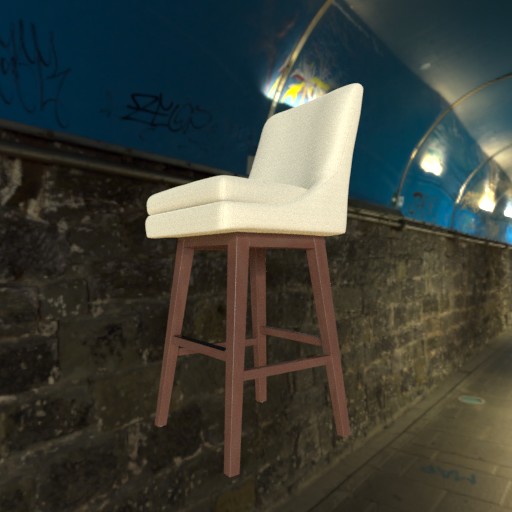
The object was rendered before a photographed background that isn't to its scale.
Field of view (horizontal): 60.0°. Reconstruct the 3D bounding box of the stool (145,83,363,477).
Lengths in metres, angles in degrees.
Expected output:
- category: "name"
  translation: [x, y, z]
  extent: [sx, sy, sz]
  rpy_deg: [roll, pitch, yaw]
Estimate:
- category: "stool"
  translation: [0.000, 0.000, 1.408]
  extent: [0.559, 1.093, 0.483]
  rpy_deg: [1, -1, -37]
